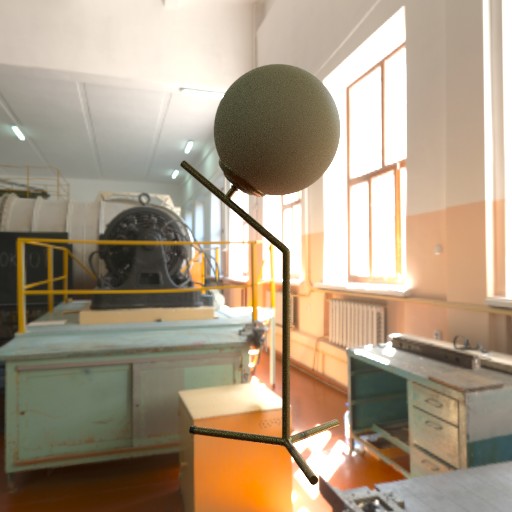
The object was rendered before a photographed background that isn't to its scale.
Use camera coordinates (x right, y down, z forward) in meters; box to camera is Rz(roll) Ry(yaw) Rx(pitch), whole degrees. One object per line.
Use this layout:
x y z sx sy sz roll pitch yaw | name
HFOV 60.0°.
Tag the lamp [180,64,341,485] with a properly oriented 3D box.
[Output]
0.000 0.000 0.663 0.251 0.552 0.210 0 -1 18 | lamp
